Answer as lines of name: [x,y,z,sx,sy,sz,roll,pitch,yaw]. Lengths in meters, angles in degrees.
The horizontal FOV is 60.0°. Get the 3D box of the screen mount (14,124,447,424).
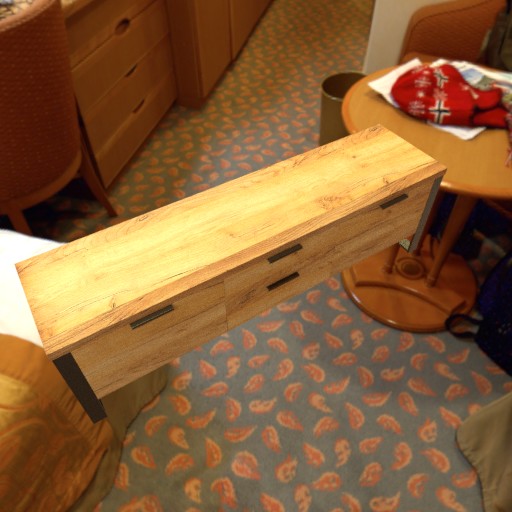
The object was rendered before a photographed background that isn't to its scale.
screen mount: [0.000,0.000,1.702,1.524,0.450,0.395,-25,52,-21]
